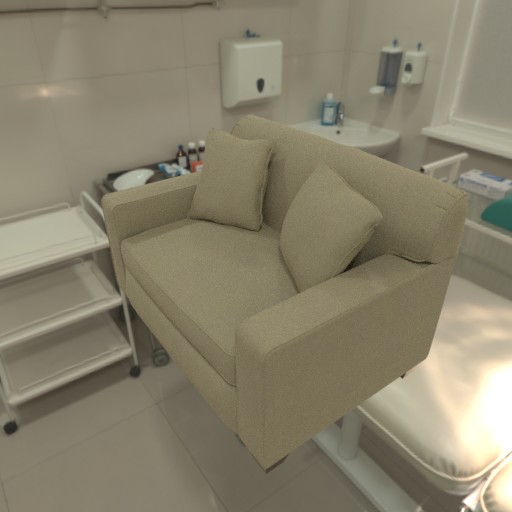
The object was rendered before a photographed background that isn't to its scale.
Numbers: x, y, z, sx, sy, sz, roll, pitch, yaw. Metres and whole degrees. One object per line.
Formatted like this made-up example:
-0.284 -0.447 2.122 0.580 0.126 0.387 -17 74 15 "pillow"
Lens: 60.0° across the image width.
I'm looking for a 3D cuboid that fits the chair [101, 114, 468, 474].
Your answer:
0.000 0.000 2.053 1.000 0.948 1.383 -21 38 -30 "chair"
